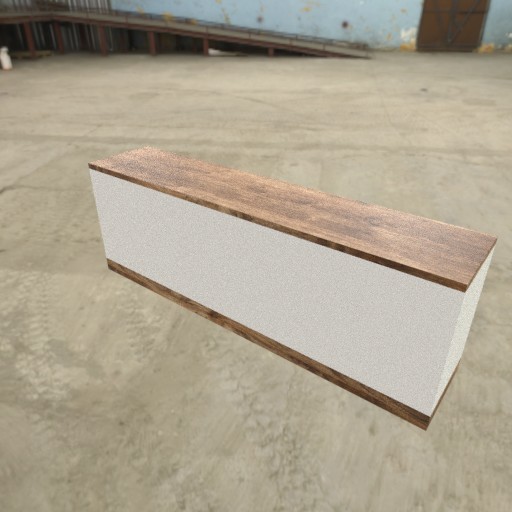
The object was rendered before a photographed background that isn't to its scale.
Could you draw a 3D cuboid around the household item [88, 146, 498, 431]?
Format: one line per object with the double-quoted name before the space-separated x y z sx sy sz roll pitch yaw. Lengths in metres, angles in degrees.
"household item" 0.000 0.000 2.012 1.800 0.615 0.390 21 36 32
